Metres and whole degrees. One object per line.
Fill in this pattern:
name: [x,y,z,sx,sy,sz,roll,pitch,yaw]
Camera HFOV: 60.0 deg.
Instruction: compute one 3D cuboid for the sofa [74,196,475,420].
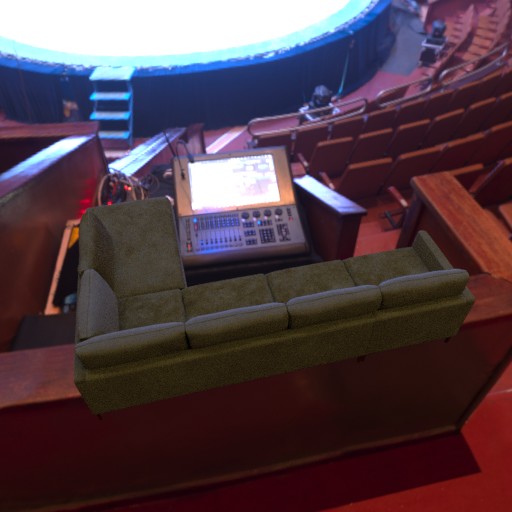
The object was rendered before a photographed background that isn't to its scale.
sofa: [0.000,0.000,3.266,2.486,0.687,1.707,-10,47,-9]
